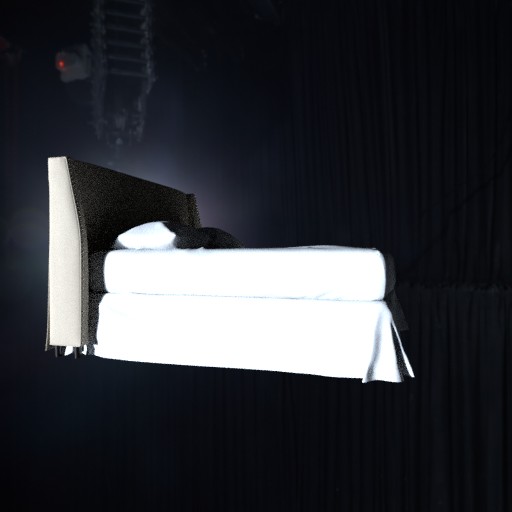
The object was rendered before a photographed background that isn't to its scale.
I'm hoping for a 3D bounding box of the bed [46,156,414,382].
[{"bbox_3d":[0.000,0.000,3.444,2.276,1.332,1.925,0,0,18],"label":"bed"}]
